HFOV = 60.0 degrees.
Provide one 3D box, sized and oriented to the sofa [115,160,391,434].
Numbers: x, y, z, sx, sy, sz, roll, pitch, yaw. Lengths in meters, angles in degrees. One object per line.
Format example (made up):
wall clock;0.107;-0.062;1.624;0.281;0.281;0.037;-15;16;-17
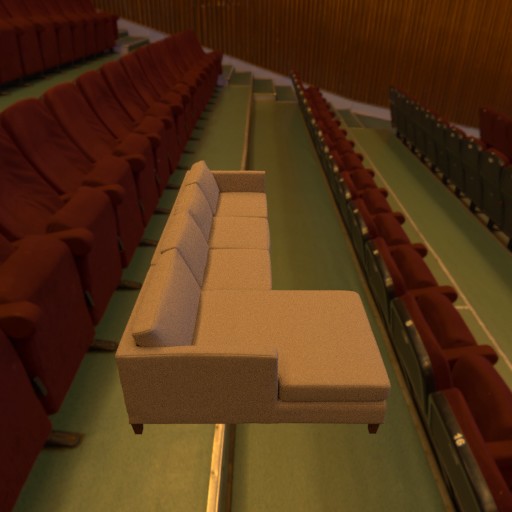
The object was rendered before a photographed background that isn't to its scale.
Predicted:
sofa;0.000;0.000;3.989;1.625;0.846;3.186;0;30;0
